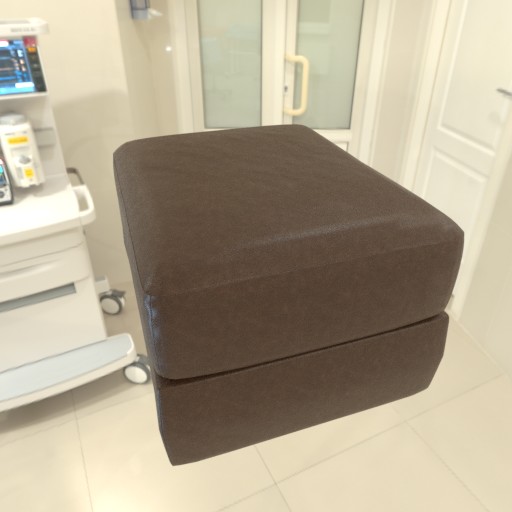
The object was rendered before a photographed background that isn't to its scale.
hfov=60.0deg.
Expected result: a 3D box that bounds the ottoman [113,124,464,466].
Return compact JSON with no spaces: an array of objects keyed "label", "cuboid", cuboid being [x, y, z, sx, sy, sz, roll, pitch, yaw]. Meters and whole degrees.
[{"label":"ottoman","cuboid":[0.000,0.000,1.094,0.603,0.476,0.751,-10,33,-16]}]
